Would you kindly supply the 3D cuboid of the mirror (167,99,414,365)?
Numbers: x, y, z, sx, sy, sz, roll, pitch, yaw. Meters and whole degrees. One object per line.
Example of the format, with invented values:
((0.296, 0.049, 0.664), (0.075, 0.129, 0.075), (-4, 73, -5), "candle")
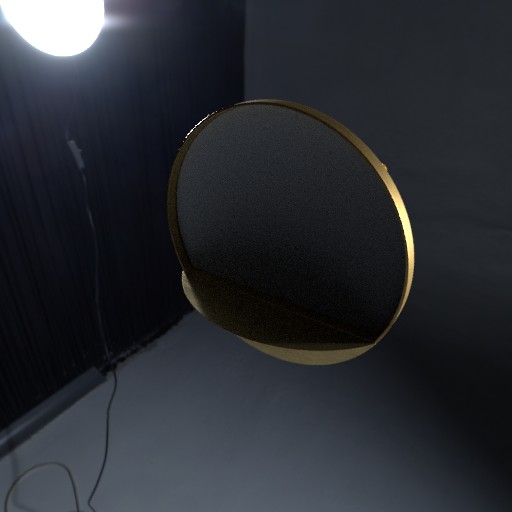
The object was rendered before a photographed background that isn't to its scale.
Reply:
((0.000, 0.000, 0.705), (0.457, 0.457, 0.133), (18, 34, 29), "mirror")
